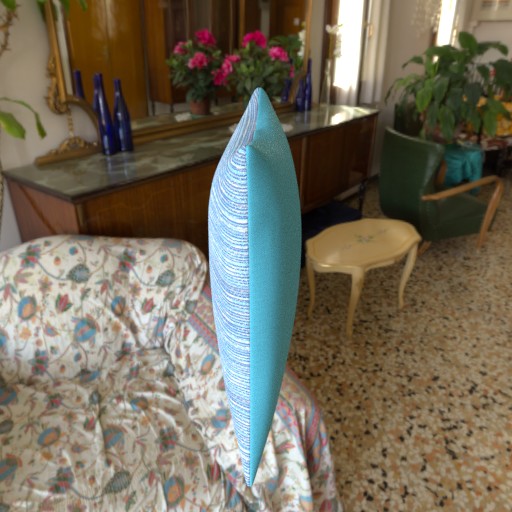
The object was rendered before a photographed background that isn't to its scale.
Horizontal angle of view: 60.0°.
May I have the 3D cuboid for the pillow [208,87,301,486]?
[{"bbox_3d":[0.000,0.000,0.763,0.150,0.497,0.514,1,26,2],"label":"pillow"}]
